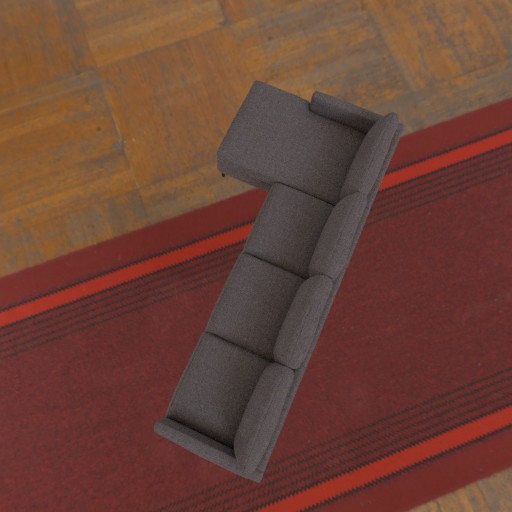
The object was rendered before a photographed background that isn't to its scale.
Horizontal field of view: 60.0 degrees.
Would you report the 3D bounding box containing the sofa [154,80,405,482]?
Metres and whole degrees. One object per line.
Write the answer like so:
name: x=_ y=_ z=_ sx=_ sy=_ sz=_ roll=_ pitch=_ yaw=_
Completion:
sofa: x=0.000 y=0.000 z=3.235 sx=1.258 sy=0.754 sz=2.731 roll=23 pitch=76 yaw=6
